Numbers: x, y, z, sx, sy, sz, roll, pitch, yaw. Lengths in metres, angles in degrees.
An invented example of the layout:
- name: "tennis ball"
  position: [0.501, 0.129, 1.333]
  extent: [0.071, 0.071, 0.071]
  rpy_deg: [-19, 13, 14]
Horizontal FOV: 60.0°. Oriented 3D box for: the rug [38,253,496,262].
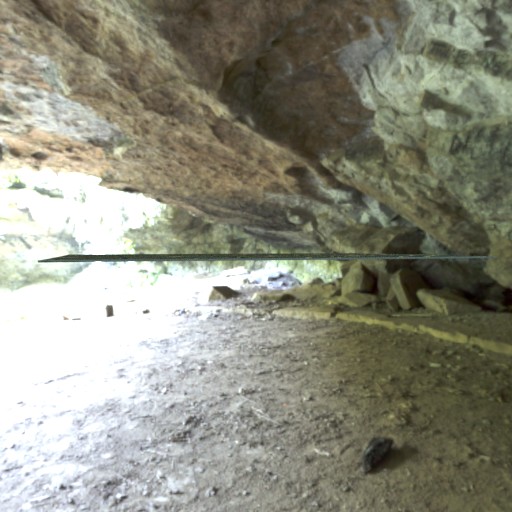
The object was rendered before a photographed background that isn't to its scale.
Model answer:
- name: "rug"
  position: [0.000, 0.000, 2.779]
  extent: [2.284, 0.008, 1.522]
  rpy_deg: [0, 1, -19]
